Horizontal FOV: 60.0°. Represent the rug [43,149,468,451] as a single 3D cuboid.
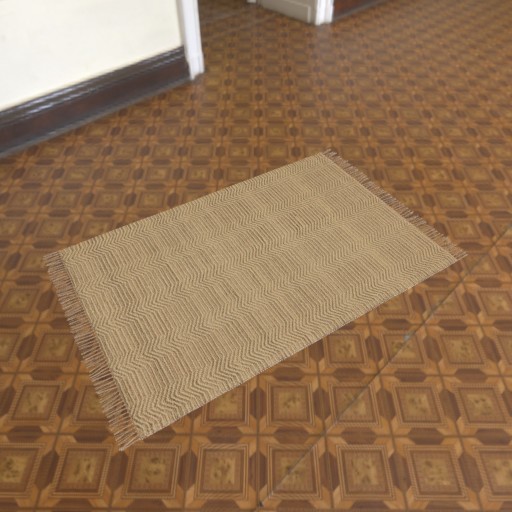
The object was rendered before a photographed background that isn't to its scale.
[{"bbox_3d":[0.000,0.000,2.435,2.021,0.027,1.224,-24,51,-21],"label":"rug"}]
